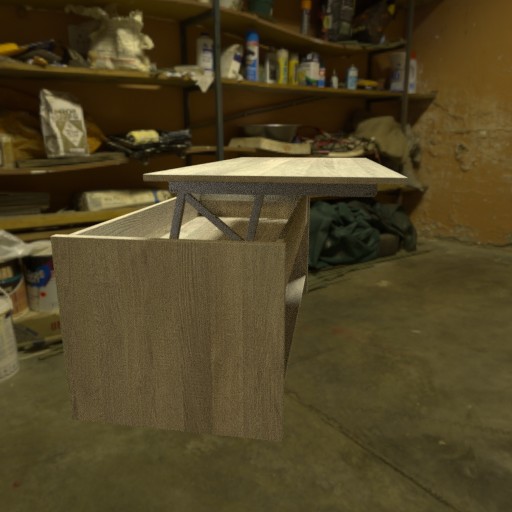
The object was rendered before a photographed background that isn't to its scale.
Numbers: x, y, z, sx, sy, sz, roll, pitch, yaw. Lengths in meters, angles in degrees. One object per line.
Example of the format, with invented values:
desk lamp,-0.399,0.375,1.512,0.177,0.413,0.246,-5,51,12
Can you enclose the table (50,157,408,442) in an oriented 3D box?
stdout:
table,0.000,0.000,1.390,0.712,0.570,1.000,2,15,9
